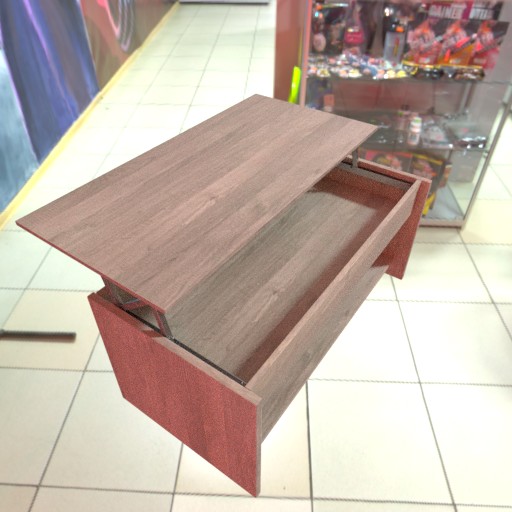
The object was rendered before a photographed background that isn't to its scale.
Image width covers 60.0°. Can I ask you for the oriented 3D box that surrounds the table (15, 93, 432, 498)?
[{"bbox_3d":[0.000,0.000,1.403,0.712,0.570,1.000,25,47,26],"label":"table"}]
